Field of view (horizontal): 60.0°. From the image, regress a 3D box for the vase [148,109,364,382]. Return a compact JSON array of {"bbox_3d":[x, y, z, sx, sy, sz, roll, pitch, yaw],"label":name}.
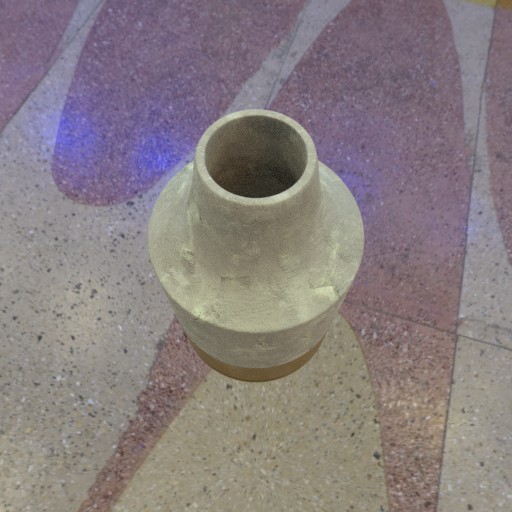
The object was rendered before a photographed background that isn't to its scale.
[{"bbox_3d":[0.000,0.000,0.425,0.184,0.305,0.184,0,64,0],"label":"vase"}]
